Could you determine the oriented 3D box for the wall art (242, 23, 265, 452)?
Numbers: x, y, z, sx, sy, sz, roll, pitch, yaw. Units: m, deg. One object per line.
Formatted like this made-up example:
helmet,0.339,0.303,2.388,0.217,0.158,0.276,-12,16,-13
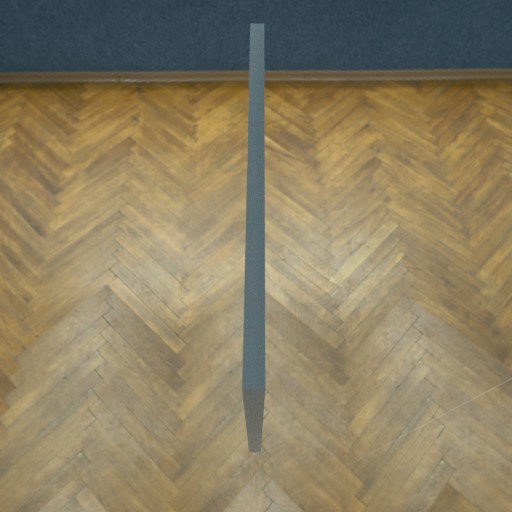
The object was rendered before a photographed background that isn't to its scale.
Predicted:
wall art,0.000,0.000,0.886,0.026,0.558,0.660,0,60,0
